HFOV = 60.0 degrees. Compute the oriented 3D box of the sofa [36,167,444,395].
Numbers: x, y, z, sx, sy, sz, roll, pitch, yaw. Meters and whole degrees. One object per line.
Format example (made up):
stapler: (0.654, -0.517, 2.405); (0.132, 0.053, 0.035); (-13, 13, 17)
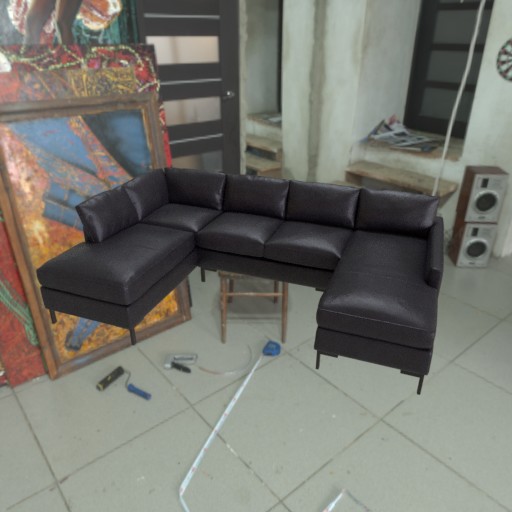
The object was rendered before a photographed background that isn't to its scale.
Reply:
sofa: (0.000, 0.000, 3.788); (2.956, 0.900, 1.939); (10, 28, 19)
